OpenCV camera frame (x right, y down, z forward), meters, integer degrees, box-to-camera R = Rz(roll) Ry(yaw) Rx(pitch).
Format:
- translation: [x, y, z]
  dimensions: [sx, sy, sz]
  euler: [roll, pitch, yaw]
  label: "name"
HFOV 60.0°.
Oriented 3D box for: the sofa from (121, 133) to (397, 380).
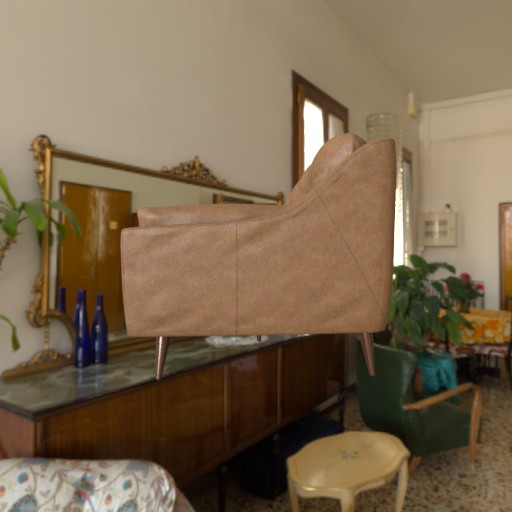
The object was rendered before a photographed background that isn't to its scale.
- translation: [0.000, 0.000, 2.297]
  dimensions: [0.981, 0.886, 1.731]
  euler: [0, 0, -1]
  label: "sofa"
